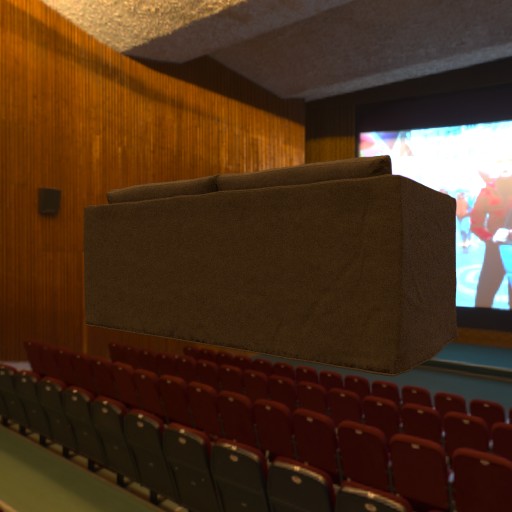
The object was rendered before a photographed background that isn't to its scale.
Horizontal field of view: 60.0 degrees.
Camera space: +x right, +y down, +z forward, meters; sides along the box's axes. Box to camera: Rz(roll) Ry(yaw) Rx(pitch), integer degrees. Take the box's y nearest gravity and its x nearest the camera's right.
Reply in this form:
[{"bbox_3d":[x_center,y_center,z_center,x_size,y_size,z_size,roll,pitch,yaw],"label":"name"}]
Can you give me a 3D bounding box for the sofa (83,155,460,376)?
[{"bbox_3d":[0.000,0.000,2.516,1.982,0.855,0.953,0,1,36],"label":"sofa"}]
